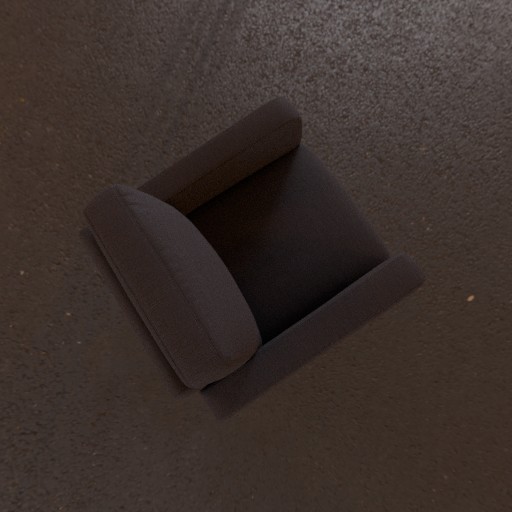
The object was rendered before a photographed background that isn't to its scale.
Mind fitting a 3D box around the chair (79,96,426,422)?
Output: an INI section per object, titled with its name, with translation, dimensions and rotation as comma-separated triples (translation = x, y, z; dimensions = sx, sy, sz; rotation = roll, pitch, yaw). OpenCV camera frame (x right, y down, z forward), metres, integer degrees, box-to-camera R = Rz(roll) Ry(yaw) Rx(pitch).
[chair]
translation = 0.000, 0.000, 1.522
dimensions = 0.863, 0.855, 0.798
rotation = -32, 77, -8
